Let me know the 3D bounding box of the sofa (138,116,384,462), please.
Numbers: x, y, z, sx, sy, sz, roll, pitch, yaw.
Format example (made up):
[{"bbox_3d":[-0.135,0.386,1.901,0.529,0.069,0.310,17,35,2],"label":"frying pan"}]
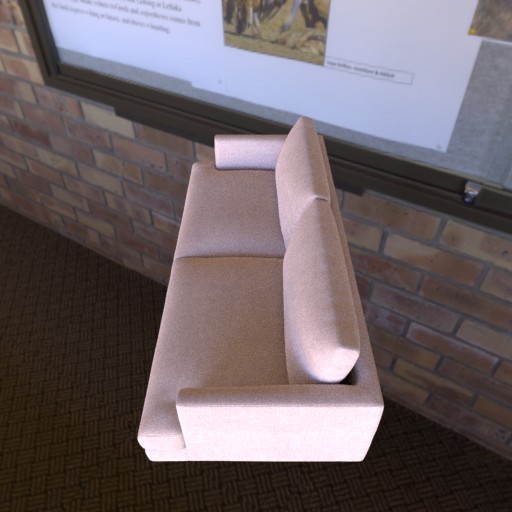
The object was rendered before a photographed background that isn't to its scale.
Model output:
[{"bbox_3d":[0.000,0.000,2.693,1.020,0.868,2.250,0,43,0],"label":"sofa"}]
